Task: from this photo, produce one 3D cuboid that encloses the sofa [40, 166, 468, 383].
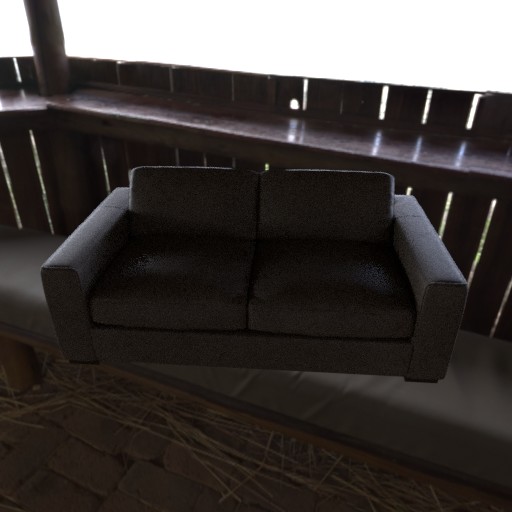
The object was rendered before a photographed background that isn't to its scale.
[{"bbox_3d":[0.000,0.000,2.463,1.920,0.800,1.070,2,30,4],"label":"sofa"}]
